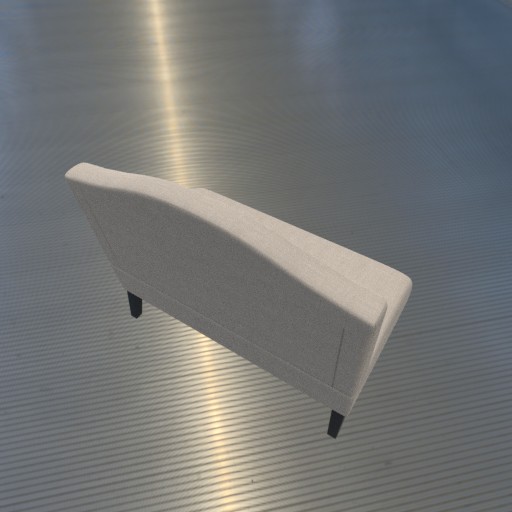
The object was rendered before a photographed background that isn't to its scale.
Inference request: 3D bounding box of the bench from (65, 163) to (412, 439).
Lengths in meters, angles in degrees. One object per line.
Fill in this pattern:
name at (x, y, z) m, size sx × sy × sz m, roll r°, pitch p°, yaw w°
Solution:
bench at (0.000, 0.000, 2.060) m, size 1.335 × 1.180 × 0.815 m, roll 25°, pitch 52°, yaw 22°
